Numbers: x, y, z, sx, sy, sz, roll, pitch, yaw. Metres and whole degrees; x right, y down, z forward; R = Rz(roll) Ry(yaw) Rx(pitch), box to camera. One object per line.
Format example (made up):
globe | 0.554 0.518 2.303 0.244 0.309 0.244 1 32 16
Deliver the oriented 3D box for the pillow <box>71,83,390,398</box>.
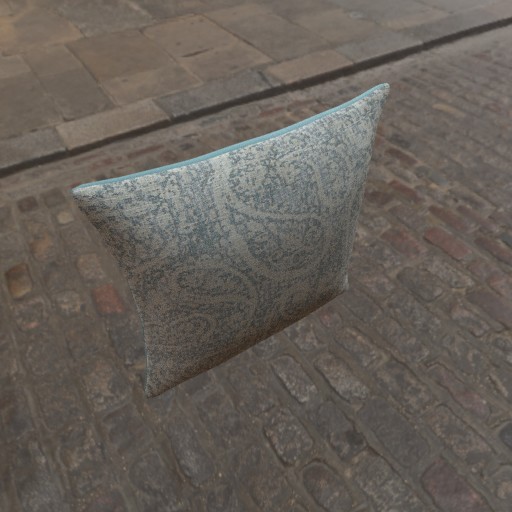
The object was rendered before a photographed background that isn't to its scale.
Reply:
pillow | 0.000 0.000 0.802 0.526 0.507 0.166 -25 51 -22
